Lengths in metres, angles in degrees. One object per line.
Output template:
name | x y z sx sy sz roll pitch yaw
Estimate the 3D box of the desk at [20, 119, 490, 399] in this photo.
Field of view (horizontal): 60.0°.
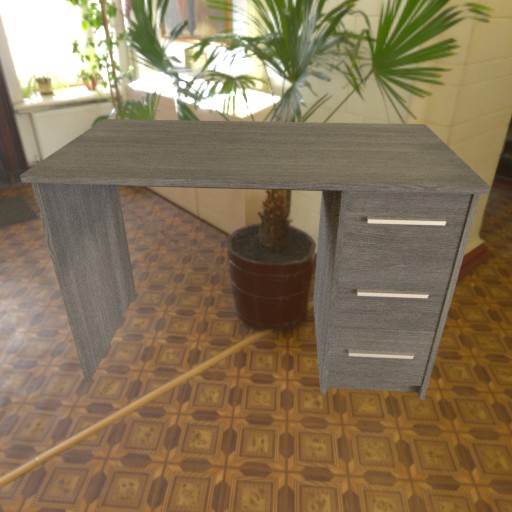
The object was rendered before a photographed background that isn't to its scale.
desk | 0.000 0.000 1.457 1.097 0.735 0.560 2 31 3
